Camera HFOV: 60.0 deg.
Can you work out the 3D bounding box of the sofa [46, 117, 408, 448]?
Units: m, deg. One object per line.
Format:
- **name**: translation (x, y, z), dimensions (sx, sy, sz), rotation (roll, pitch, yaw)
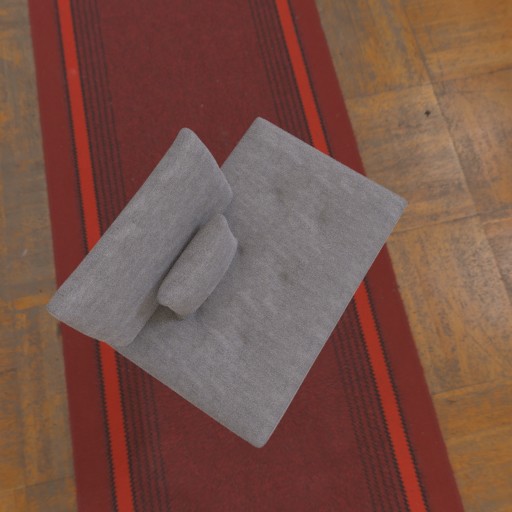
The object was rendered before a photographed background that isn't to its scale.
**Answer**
- **sofa**: translation (0.000, 0.000, 2.089), dimensions (1.002, 0.820, 1.450), rotation (32, 77, 8)
